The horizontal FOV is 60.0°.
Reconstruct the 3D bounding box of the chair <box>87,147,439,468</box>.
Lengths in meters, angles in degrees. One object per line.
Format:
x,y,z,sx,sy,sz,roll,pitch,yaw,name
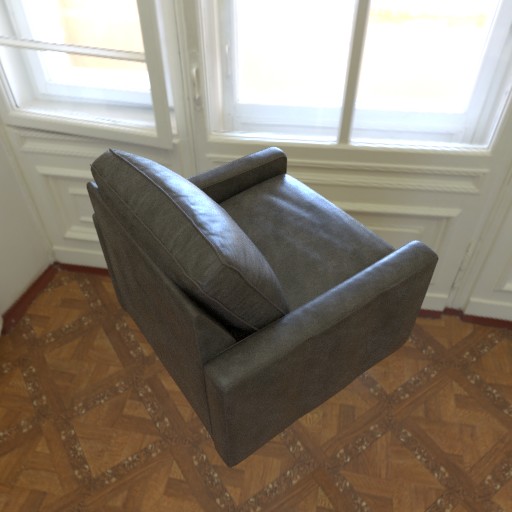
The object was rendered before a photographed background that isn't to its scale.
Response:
0.000,0.000,1.757,0.939,0.916,1.006,-26,49,-26,chair
